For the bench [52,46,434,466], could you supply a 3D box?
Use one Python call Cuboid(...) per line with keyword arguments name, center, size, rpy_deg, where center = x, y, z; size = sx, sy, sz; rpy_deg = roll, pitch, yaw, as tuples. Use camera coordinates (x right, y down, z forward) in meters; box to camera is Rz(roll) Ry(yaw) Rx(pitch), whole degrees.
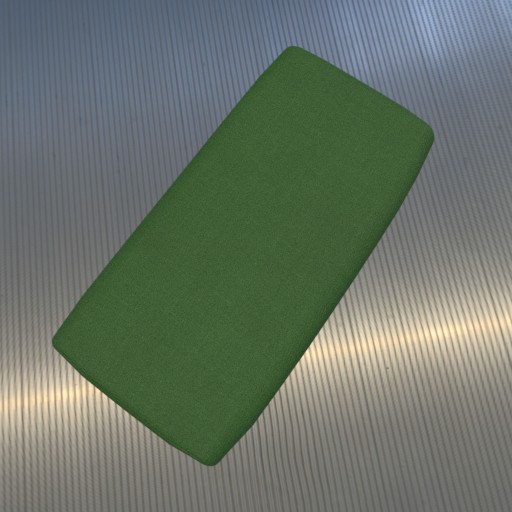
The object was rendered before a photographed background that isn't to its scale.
Cuboid(name="bench", center=(0.000, 0.000, 1.270), size=(0.505, 0.501, 0.989), rpy_deg=(34, 79, 8))
